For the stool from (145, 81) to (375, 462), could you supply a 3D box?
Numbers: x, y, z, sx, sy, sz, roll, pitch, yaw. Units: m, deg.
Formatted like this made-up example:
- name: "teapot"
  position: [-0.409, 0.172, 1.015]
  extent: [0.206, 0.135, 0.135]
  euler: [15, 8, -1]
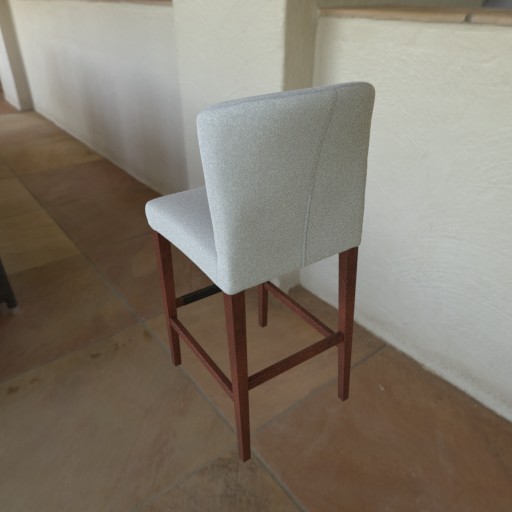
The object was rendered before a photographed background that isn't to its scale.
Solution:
- name: "stool"
  position: [0.000, 0.000, 1.366]
  extent: [0.479, 1.069, 0.568]
  euler: [-19, 36, -29]
